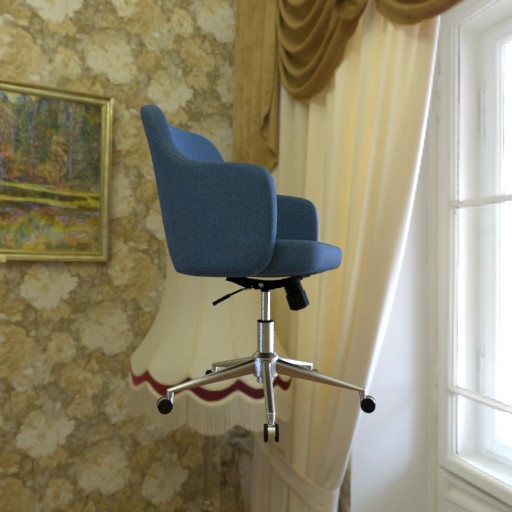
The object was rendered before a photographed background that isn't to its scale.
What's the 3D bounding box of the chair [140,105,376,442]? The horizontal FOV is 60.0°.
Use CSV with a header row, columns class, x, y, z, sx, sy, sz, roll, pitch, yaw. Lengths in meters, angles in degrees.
class,x,y,z,sx,sy,sz,roll,pitch,yaw
chair,0.000,0.000,1.262,0.655,0.820,0.599,0,-1,17
